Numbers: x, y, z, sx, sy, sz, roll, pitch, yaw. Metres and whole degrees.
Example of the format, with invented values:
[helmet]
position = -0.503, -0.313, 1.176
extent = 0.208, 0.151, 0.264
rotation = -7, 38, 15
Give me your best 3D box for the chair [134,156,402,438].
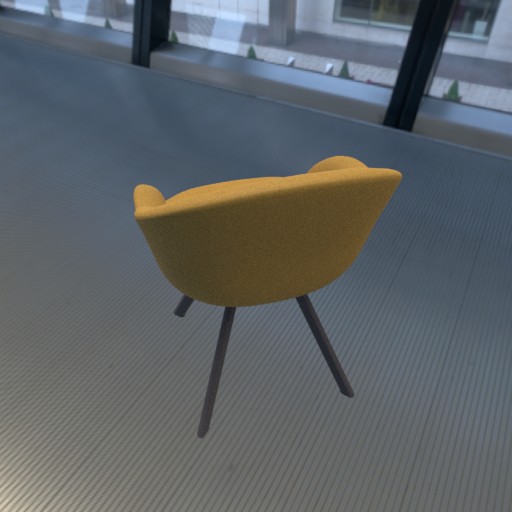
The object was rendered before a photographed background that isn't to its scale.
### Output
[chair]
position = 0.000, 0.000, 1.161
extent = 0.551, 0.793, 0.583
rotation = -11, 42, -12
